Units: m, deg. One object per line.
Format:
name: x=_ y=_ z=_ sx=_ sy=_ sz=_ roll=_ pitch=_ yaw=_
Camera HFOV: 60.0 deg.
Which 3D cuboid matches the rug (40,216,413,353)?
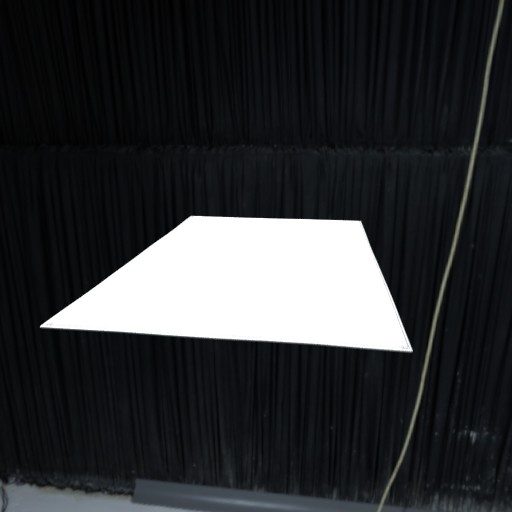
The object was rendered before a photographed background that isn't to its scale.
rug: x=0.000 y=0.000 z=3.418 sx=1.819 sy=0.018 sz=2.746 roll=2 pitch=17 yaw=8
